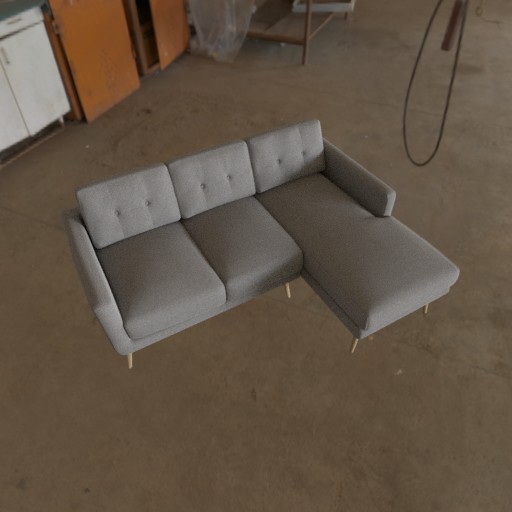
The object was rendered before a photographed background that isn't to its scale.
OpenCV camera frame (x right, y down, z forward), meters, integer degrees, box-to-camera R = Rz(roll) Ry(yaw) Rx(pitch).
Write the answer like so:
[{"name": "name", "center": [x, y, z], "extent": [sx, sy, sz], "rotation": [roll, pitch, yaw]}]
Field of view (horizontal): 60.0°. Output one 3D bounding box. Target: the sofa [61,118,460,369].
[{"name": "sofa", "center": [0.000, 0.000, 2.810], "extent": [2.040, 0.860, 1.530], "rotation": [-22, 49, -21]}]
